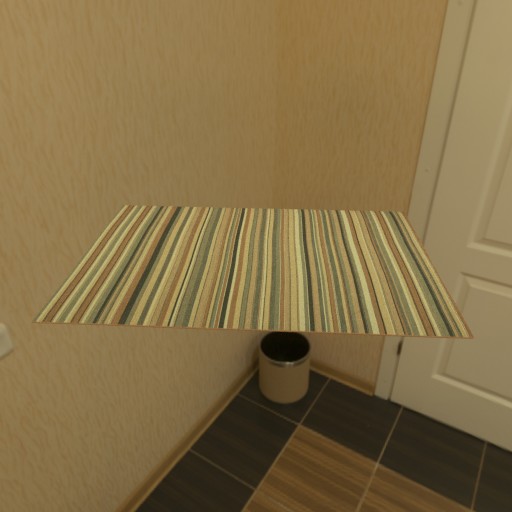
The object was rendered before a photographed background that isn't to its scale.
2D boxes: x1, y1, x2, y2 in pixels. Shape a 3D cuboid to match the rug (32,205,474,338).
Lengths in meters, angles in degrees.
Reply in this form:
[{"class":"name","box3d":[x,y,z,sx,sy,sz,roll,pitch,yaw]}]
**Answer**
[{"class":"rug","box3d":[0.000,0.000,2.348,1.829,0.008,1.219,2,30,3]}]
